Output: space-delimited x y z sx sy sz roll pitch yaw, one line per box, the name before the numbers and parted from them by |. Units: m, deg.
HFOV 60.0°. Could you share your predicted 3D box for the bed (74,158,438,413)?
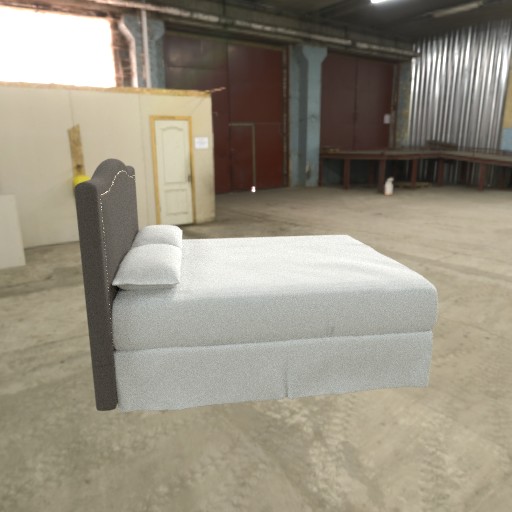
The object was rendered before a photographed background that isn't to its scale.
bed | 0.000 0.000 3.204 2.036 1.387 1.666 -2 14 -8
